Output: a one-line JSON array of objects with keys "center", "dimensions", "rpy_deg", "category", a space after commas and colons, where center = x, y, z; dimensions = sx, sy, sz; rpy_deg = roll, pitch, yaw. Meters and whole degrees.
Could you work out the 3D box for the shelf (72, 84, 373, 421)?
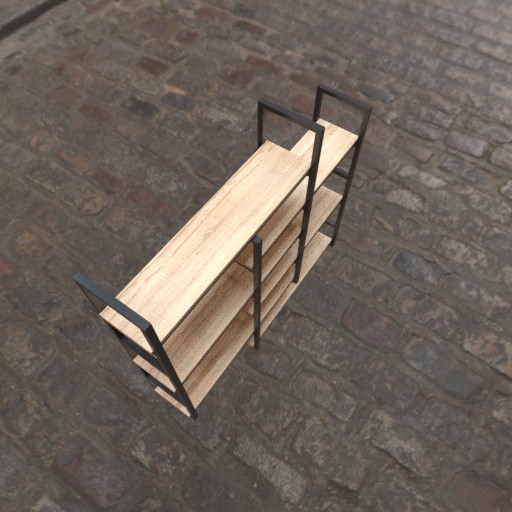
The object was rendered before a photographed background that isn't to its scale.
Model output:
[{"center": [0.000, 0.000, 1.395], "dimensions": [0.183, 0.921, 0.946], "rpy_deg": [31, 63, 18], "category": "shelf"}]
